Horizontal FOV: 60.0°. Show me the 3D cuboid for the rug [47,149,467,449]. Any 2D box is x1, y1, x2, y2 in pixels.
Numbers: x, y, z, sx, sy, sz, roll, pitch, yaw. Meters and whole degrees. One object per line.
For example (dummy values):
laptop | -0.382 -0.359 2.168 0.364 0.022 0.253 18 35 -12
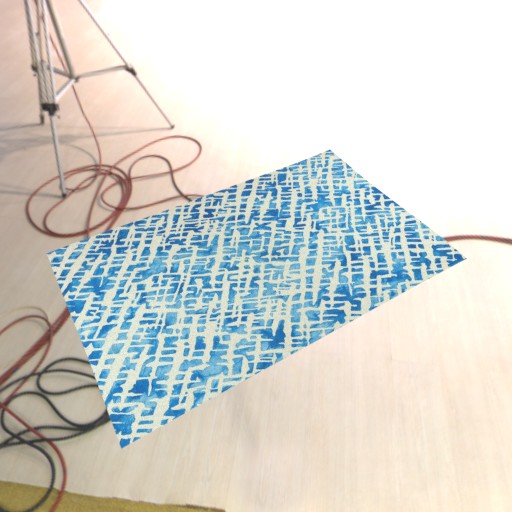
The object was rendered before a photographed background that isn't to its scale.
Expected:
rug | 0.000 0.000 3.032 2.447 0.011 1.520 -24 52 -20
